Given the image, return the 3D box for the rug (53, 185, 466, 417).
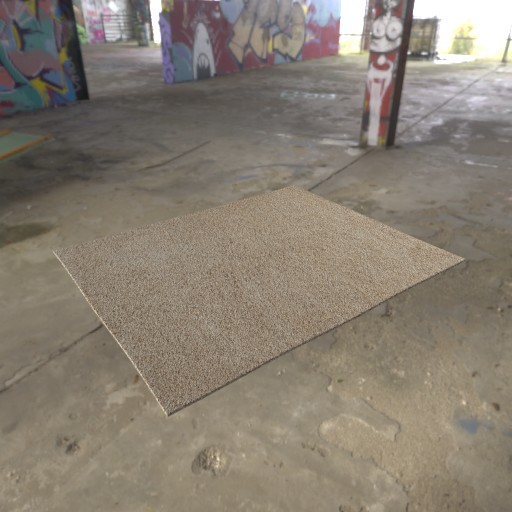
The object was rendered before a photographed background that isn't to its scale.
[{"bbox_3d":[0.000,0.000,4.122,3.000,0.025,2.400,-20,35,-31],"label":"rug"}]
